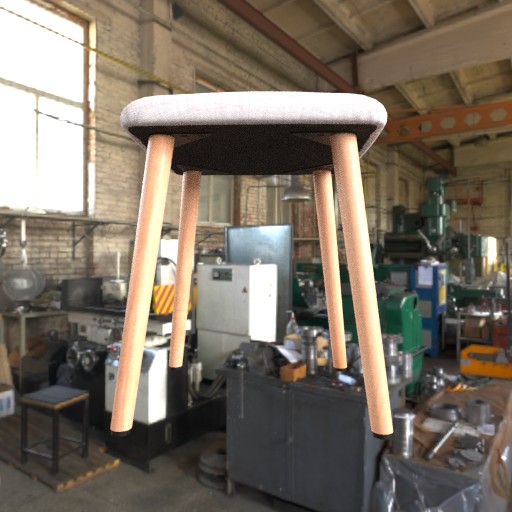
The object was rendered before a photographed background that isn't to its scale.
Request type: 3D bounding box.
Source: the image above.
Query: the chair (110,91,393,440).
[{"bbox_3d":[0.000,0.000,0.703,0.350,0.440,0.350,0,0,2],"label":"chair"}]
